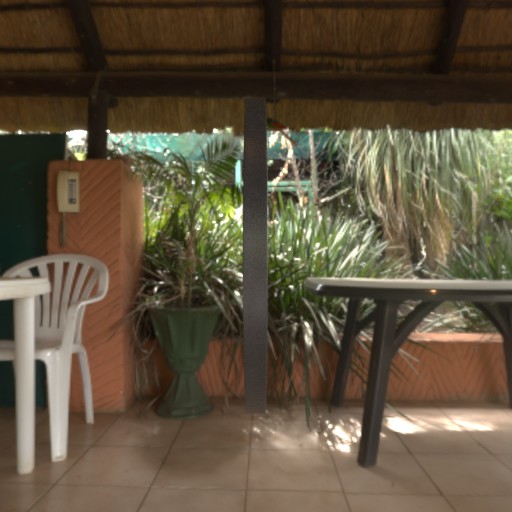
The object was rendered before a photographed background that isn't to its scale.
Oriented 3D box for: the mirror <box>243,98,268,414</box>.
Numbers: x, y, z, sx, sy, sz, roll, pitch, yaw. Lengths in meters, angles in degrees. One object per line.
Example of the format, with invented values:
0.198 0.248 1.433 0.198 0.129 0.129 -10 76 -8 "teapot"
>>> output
0.000 0.000 0.841 0.032 0.565 0.565 0 -1 0 "mirror"
